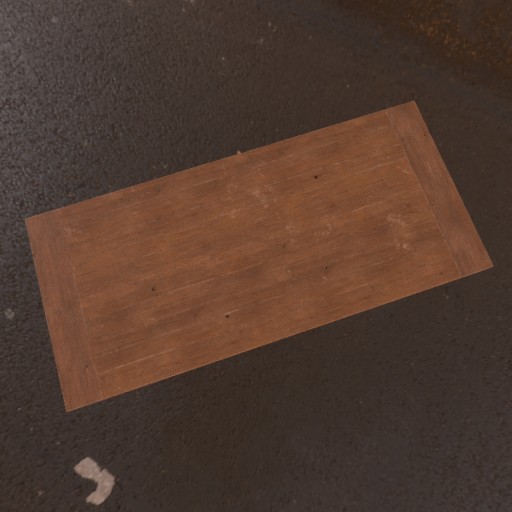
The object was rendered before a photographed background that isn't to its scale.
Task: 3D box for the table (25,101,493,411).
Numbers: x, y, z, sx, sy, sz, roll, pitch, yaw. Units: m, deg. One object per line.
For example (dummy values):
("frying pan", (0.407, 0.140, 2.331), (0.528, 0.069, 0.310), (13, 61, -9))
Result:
("table", (0.000, 0.000, 2.084), (1.800, 0.465, 0.820), (-18, 76, -5))
